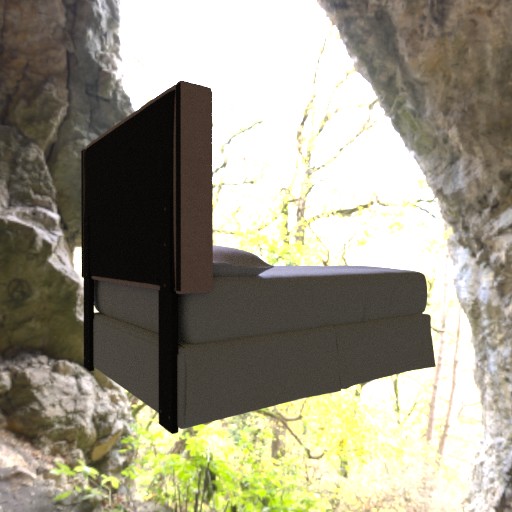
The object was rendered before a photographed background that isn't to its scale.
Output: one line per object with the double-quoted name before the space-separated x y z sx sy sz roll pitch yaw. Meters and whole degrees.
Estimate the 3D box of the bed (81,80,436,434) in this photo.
"bed" 0.000 0.000 3.296 2.066 1.665 1.719 0 0 -36
